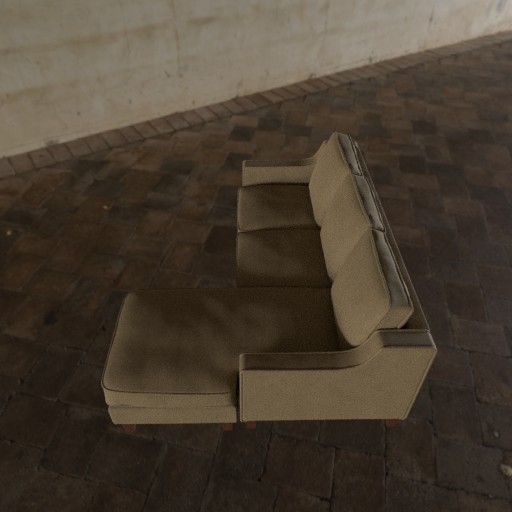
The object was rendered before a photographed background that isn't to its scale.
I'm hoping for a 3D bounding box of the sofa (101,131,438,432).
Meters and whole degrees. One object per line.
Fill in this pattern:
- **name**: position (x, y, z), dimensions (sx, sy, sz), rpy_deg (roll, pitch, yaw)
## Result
- **sofa**: position (0.000, 0.000, 3.346), dimensions (1.858, 1.066, 2.317), rpy_deg (-1, 42, -1)
